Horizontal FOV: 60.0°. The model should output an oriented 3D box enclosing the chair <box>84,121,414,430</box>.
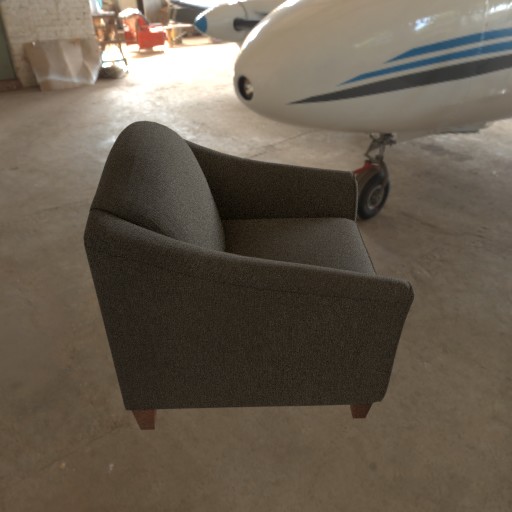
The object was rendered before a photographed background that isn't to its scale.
[{"bbox_3d":[0.000,0.000,1.445,0.787,0.839,0.763,-1,33,-1],"label":"chair"}]
